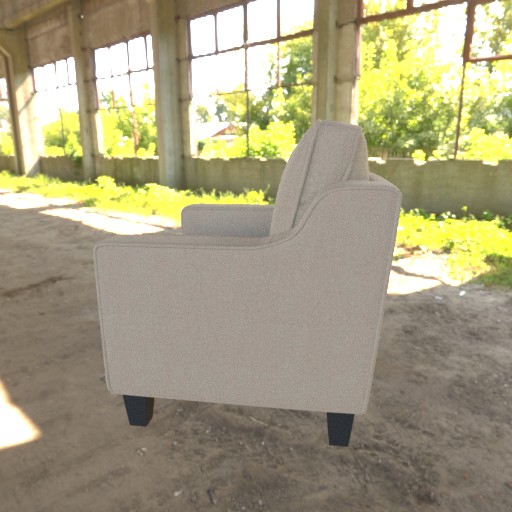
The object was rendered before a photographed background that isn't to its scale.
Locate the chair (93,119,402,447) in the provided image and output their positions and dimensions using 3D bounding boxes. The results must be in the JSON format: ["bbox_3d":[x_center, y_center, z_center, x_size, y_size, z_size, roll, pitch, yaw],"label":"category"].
[{"bbox_3d":[0.000,0.000,1.662,0.882,0.948,0.922,2,14,9],"label":"chair"}]
